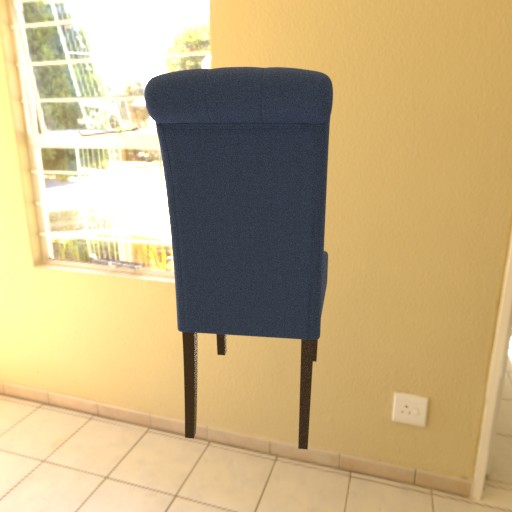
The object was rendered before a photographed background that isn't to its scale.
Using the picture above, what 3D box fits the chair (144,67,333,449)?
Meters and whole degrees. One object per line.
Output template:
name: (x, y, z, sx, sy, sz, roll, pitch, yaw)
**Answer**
chair: (0.000, 0.000, 1.367, 0.456, 1.006, 0.671, 2, 15, 8)
